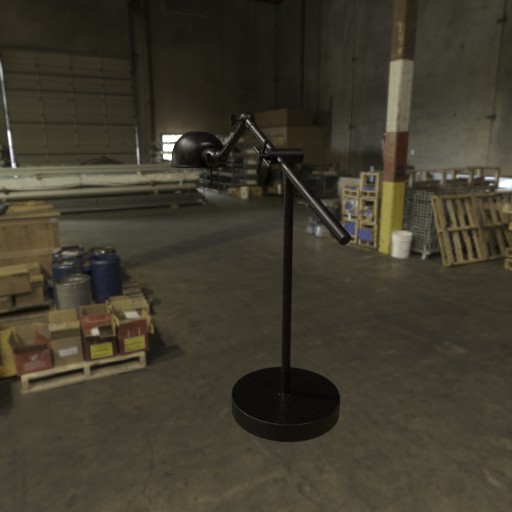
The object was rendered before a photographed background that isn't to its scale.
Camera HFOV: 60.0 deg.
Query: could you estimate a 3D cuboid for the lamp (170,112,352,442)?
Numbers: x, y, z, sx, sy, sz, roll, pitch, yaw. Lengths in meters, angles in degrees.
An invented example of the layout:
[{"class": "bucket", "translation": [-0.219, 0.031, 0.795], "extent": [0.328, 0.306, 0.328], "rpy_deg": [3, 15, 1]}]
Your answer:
[{"class": "lamp", "translation": [0.000, 0.000, 0.804], "extent": [0.185, 0.495, 0.567], "rpy_deg": [-7, 15, -27]}]
